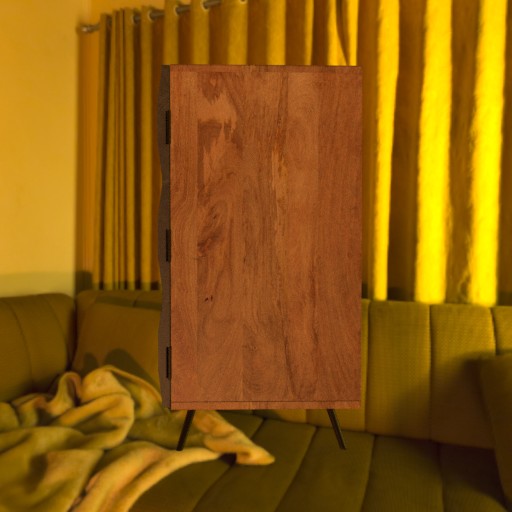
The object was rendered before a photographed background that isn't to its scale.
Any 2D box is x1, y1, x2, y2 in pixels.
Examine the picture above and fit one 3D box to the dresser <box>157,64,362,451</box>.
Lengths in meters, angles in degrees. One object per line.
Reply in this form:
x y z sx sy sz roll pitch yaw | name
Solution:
0.000 0.000 1.447 0.446 0.847 0.967 0 1 -1 | dresser
